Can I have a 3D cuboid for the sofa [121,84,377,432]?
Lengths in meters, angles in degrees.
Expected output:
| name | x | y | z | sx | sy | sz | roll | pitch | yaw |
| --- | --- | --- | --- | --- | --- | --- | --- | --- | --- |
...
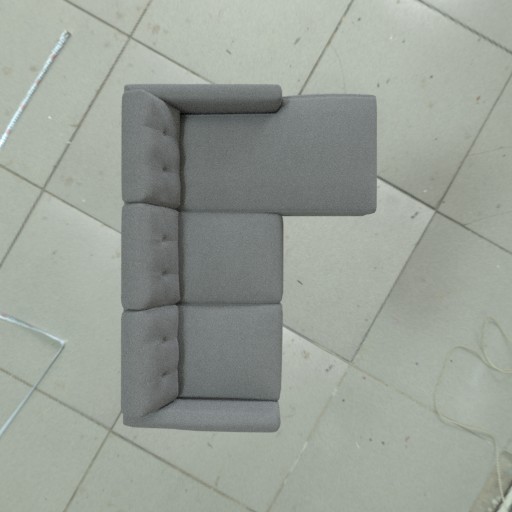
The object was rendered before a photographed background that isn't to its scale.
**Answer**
| name | x | y | z | sx | sy | sz | roll | pitch | yaw |
| --- | --- | --- | --- | --- | --- | --- | --- | --- | --- |
| sofa | 0.000 | 0.000 | 2.777 | 1.530 | 0.860 | 2.040 | 0 | 90 | 0 |
